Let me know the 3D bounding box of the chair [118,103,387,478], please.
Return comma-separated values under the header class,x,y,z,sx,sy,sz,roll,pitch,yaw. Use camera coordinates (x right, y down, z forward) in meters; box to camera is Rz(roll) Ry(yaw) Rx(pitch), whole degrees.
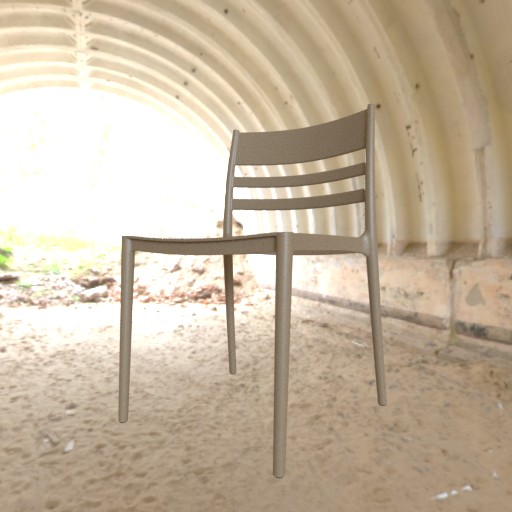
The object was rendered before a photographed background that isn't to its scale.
class,x,y,z,sx,sy,sz,roll,pitch,yaw
chair,0.000,0.000,1.139,0.531,0.800,0.511,1,1,35
